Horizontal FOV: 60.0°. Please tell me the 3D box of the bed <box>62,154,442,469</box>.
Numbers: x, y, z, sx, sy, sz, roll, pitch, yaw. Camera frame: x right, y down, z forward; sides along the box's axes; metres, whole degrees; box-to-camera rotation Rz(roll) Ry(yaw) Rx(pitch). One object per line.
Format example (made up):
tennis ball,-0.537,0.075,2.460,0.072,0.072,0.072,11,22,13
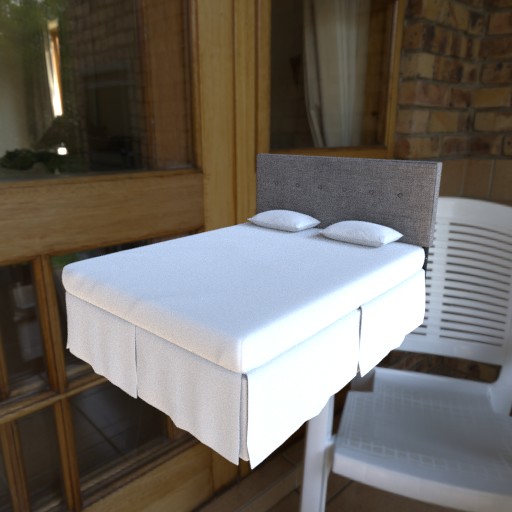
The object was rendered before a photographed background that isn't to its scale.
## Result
bed,0.000,0.000,2.890,1.621,1.168,1.958,14,21,39
